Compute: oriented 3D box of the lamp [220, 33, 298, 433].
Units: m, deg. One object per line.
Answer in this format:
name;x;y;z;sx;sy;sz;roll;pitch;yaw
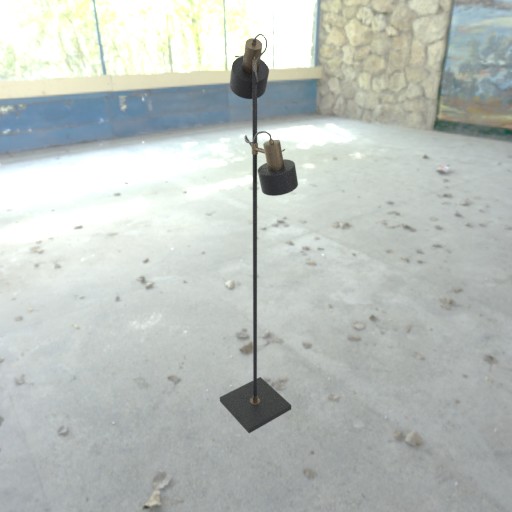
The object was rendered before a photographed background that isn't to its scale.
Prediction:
lamp;0.000;0.000;1.679;0.233;1.505;0.315;-17;31;-32
